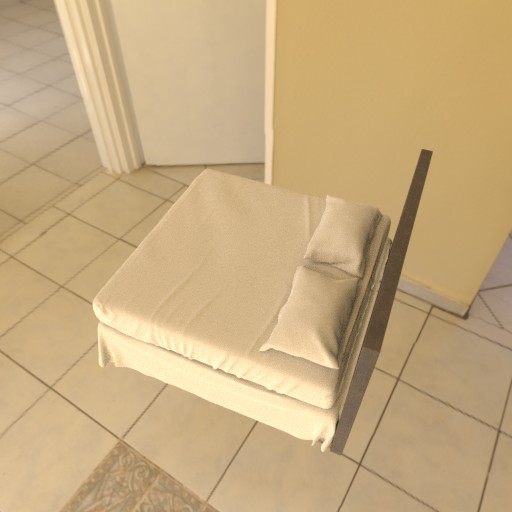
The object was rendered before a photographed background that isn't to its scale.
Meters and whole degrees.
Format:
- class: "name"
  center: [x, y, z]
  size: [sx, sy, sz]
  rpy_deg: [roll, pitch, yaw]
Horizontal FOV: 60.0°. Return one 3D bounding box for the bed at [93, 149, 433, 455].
- class: "bed"
  center: [0.000, 0.000, 2.975]
  size: [1.785, 1.142, 1.772]
  rpy_deg: [17, 49, 16]
